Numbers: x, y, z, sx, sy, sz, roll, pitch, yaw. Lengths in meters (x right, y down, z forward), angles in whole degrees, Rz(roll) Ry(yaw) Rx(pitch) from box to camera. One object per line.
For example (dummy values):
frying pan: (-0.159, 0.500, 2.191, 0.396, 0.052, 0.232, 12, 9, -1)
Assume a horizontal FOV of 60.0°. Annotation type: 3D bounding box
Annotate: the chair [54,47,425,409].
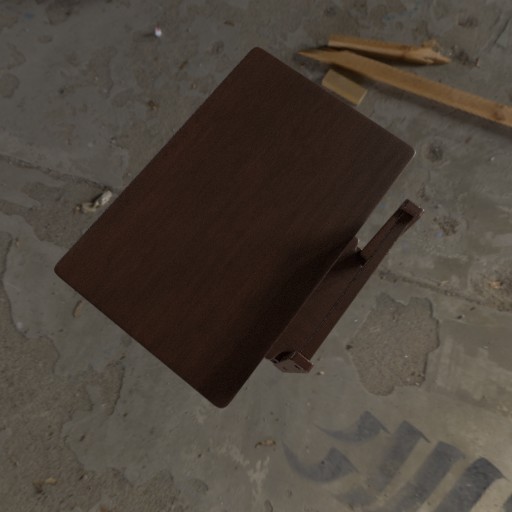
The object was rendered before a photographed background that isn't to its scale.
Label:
chair: (0.000, 0.000, 1.073, 0.463, 0.673, 0.599, 37, 78, 9)
